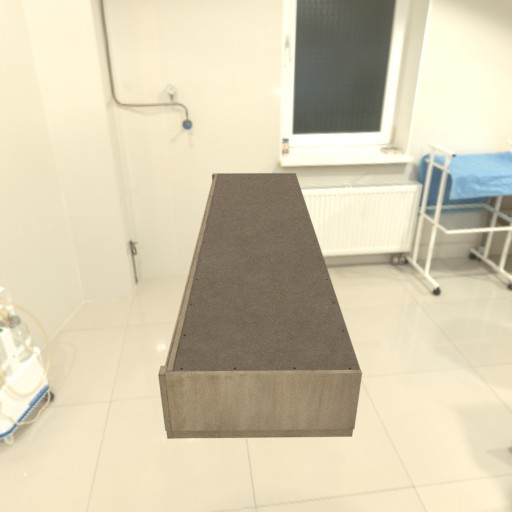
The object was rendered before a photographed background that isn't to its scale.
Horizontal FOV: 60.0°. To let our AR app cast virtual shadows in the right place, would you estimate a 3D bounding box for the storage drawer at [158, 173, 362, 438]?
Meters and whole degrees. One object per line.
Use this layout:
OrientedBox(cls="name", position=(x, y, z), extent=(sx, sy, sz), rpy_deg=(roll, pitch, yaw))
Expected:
OrientedBox(cls="storage drawer", position=(0.000, 0.000, 2.270), extent=(0.591, 0.274, 2.072), rpy_deg=(0, 27, -1))
